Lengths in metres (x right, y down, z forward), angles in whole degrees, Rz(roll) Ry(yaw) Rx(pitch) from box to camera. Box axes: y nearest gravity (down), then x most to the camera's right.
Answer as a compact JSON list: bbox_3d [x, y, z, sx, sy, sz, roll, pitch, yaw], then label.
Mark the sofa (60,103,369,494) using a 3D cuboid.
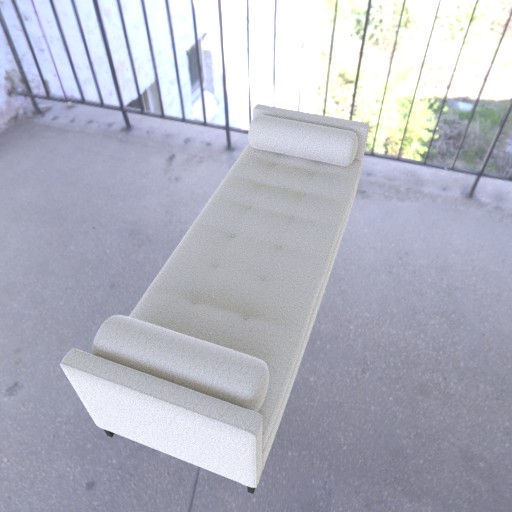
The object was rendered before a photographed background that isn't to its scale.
[{"bbox_3d":[0.000,0.000,2.282,0.746,0.641,1.985,15,48,14],"label":"sofa"}]
